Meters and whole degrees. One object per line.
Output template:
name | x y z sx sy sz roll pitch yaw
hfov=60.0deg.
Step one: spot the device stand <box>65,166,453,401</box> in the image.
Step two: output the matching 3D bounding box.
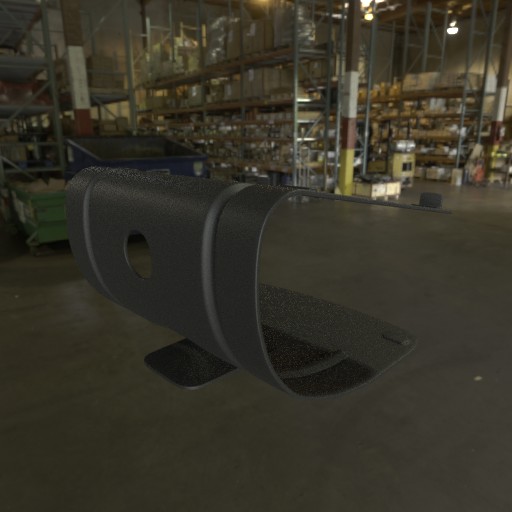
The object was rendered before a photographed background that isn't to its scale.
device stand | 0.000 0.000 0.398 0.256 0.155 0.236 15 21 43
